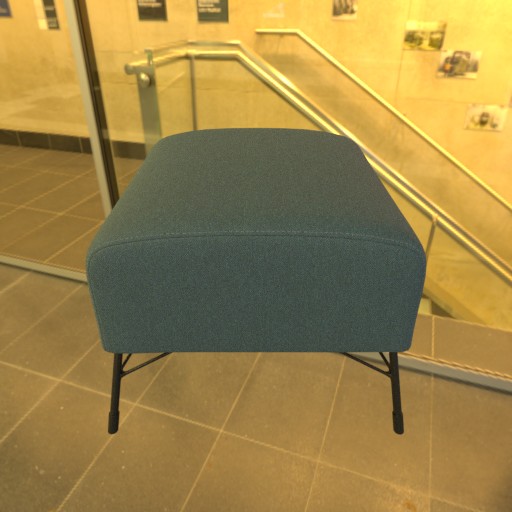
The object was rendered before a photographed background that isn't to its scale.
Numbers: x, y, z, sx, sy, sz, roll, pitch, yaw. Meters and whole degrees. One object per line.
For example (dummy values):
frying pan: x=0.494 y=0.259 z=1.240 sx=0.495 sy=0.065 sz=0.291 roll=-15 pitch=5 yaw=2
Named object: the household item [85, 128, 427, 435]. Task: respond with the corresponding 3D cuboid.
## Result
household item: x=0.000 y=0.000 z=0.904 sx=0.530 sy=0.420 sz=0.530 roll=0 pitch=31 yaw=0
